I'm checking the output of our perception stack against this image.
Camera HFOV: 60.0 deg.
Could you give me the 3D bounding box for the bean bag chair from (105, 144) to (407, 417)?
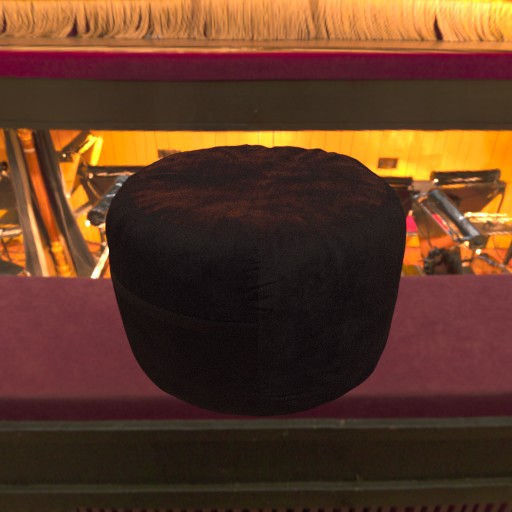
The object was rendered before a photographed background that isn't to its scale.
[{"bbox_3d":[0.000,0.000,1.944,1.219,0.762,1.219,0,31,0],"label":"bean bag chair"}]
